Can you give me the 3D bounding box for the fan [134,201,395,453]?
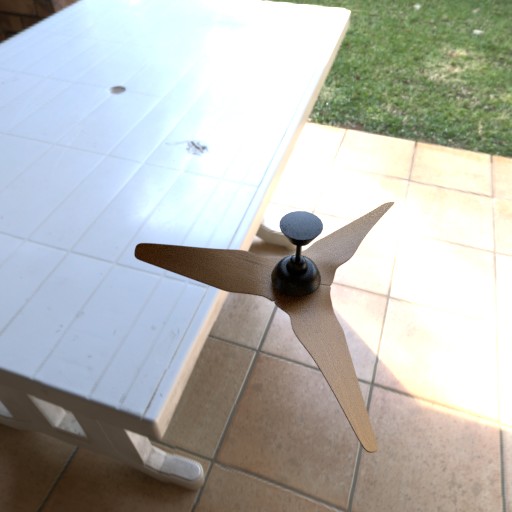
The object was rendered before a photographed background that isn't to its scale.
[{"bbox_3d":[0.000,0.000,1.612,1.010,0.355,1.142,10,47,9],"label":"fan"}]
